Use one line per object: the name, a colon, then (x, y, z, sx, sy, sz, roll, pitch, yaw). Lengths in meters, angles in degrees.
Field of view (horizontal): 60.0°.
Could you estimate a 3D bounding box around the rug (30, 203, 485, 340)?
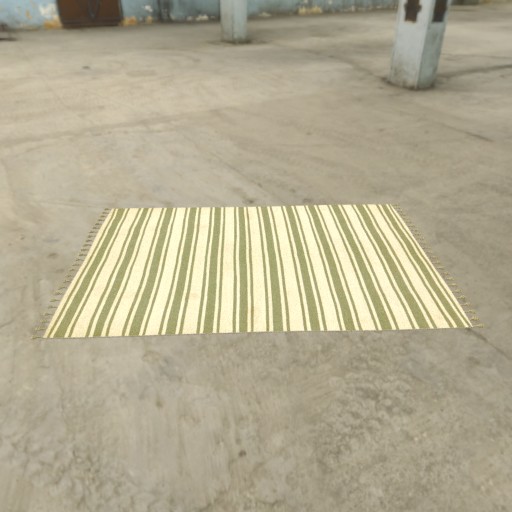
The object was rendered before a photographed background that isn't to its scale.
rug: (0.000, 0.000, 2.988, 2.435, 0.018, 1.540, -1, 32, -2)
